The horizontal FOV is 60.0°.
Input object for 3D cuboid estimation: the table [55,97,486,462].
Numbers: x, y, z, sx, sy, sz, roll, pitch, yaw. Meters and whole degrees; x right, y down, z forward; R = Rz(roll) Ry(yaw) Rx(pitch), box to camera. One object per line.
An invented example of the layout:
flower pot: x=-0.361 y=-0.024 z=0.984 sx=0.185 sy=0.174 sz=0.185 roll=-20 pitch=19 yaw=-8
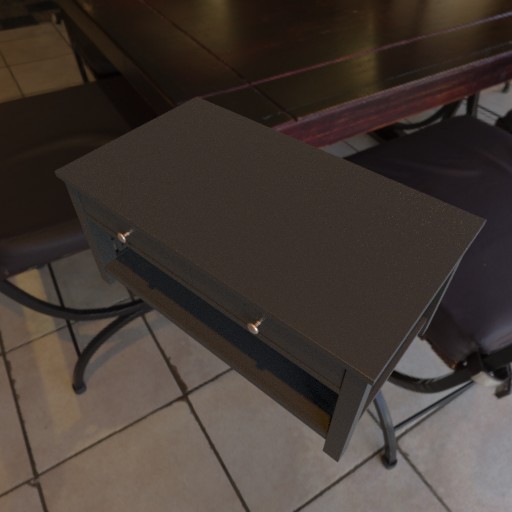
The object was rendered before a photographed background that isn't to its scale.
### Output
table: x=0.000 y=0.000 z=1.415 sx=1.068 sy=0.493 sz=0.612 roll=31 pitch=54 yaw=26
